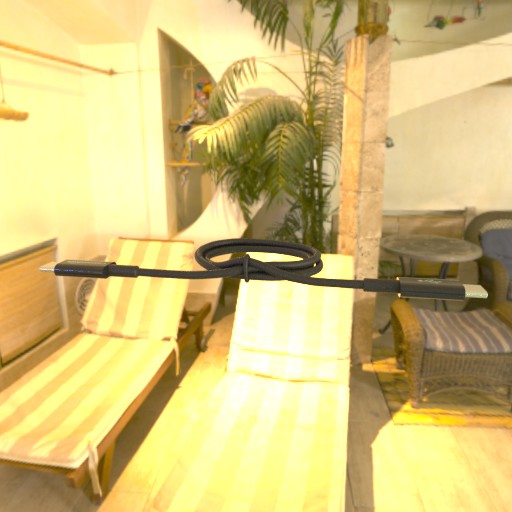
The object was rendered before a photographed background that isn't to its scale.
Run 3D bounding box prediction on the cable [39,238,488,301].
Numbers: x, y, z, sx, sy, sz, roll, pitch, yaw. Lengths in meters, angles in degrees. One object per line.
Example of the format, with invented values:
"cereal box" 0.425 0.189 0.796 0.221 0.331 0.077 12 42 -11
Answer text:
"cable" 0.000 0.000 0.228 0.203 0.014 0.070 3 15 10
